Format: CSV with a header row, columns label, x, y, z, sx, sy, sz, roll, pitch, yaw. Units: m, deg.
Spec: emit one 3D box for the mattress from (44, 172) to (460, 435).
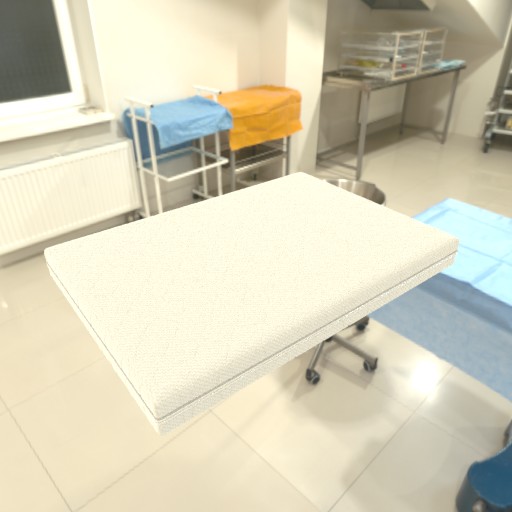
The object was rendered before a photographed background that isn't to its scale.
label,x,y,z,sx,sy,sz,roll,pitch,yaw
mattress,0.000,0.000,2.615,2.000,0.200,1.400,-22,38,-31
